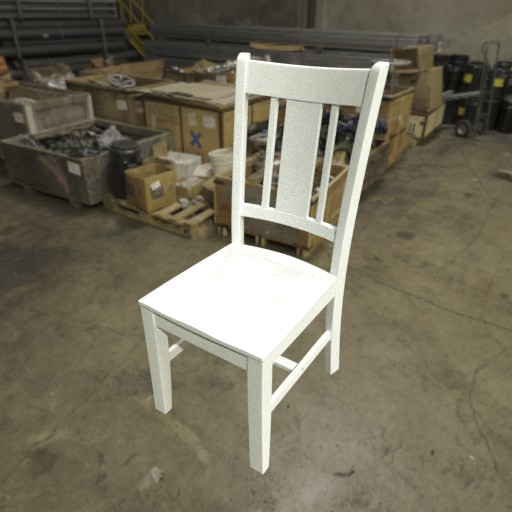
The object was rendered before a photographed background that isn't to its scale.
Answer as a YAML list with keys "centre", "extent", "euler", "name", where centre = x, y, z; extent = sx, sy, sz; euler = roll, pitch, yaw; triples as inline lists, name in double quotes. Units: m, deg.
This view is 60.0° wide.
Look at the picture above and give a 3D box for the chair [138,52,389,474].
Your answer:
- centre: [0.000, 0.000, 1.261]
  extent: [0.450, 0.998, 0.555]
  euler: [18, 34, 29]
  name: "chair"
